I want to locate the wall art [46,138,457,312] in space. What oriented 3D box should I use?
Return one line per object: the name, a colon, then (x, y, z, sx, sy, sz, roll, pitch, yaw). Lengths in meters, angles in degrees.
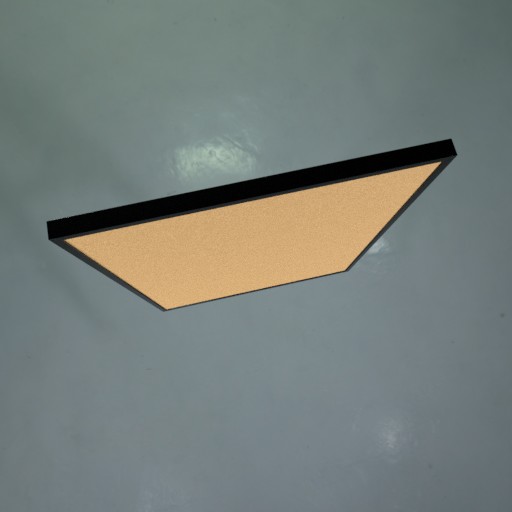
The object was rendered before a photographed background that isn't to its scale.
wall art: (0.000, 0.000, 1.370, 0.805, 1.062, 0.040, -12, 76, -3)
